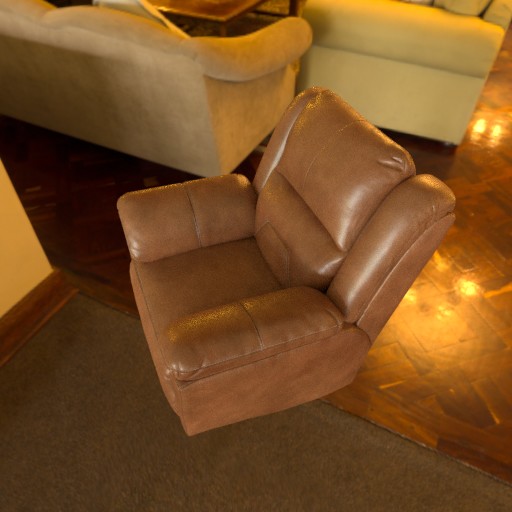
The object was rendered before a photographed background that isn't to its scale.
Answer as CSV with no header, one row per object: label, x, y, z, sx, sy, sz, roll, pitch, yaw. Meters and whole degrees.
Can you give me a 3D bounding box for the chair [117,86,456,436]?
chair,0.000,0.000,1.859,1.041,1.093,0.990,-16,47,-16
